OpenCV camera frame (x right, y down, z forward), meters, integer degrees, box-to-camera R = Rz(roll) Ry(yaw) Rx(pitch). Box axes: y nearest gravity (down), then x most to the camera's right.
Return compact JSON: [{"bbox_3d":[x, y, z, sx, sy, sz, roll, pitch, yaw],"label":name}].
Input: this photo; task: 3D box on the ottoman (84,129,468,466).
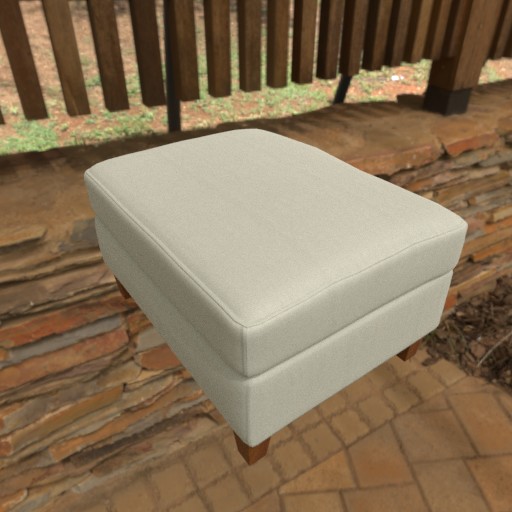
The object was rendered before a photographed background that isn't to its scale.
[{"bbox_3d":[0.000,0.000,1.211,0.634,0.496,0.818,-22,39,-29],"label":"ottoman"}]
